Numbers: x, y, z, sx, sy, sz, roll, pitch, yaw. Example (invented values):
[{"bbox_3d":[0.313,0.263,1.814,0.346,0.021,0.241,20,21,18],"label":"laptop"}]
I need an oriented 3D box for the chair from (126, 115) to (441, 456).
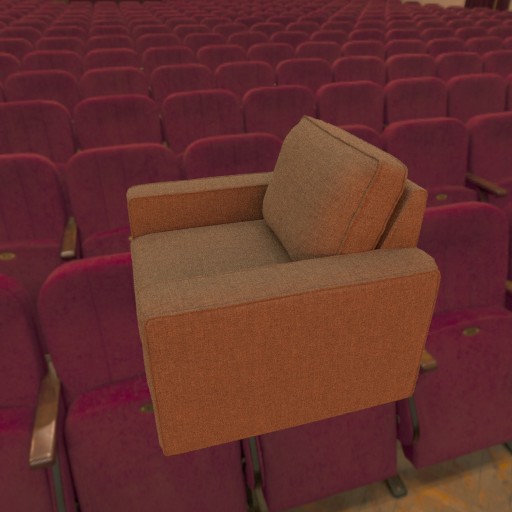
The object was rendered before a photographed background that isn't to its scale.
[{"bbox_3d":[0.000,0.000,1.731,0.940,0.914,1.016,-8,31,-14],"label":"chair"}]
